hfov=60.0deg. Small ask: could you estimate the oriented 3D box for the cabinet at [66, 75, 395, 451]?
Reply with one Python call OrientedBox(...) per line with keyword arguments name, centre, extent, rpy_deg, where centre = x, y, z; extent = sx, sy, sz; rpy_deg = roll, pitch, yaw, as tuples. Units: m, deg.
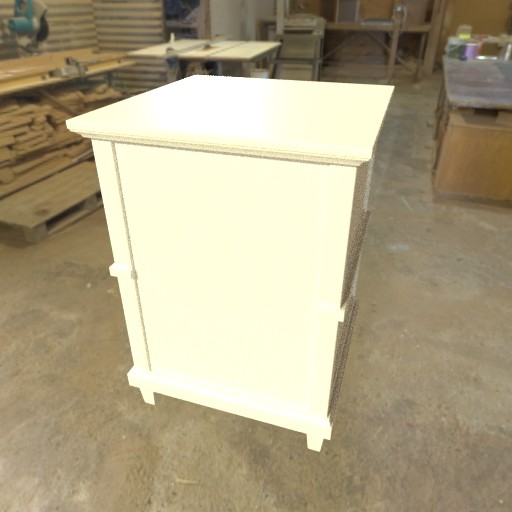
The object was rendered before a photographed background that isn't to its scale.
OrientedBox(name="cabinet", centre=(0.000, 0.000, 1.146), extent=(0.544, 0.775, 0.547), rpy_deg=(10, 32, 16))
